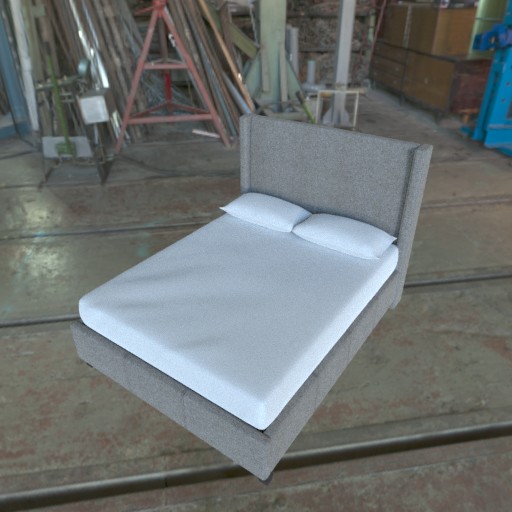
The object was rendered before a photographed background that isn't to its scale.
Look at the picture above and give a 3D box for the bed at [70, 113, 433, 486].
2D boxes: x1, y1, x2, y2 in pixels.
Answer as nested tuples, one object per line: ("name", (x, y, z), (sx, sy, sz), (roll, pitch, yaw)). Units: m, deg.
("bed", (0.000, 0.000, 3.374), (1.714, 1.481, 2.245), (20, 37, 30))
